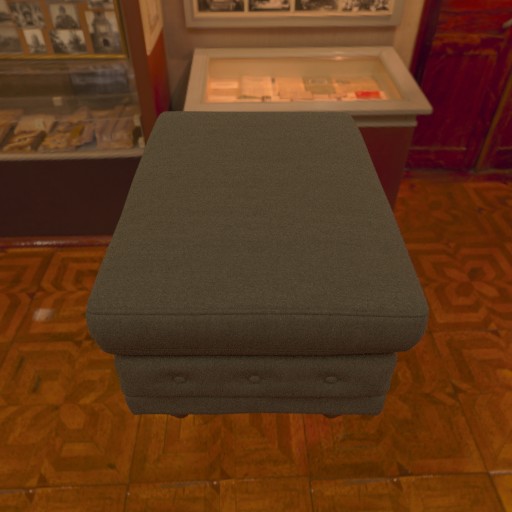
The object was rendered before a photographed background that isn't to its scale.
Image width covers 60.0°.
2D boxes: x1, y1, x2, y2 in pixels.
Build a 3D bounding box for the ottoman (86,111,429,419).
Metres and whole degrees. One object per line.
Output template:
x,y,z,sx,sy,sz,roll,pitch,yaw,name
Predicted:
0.000,0.000,1.112,0.569,0.500,0.771,0,41,0,ottoman
